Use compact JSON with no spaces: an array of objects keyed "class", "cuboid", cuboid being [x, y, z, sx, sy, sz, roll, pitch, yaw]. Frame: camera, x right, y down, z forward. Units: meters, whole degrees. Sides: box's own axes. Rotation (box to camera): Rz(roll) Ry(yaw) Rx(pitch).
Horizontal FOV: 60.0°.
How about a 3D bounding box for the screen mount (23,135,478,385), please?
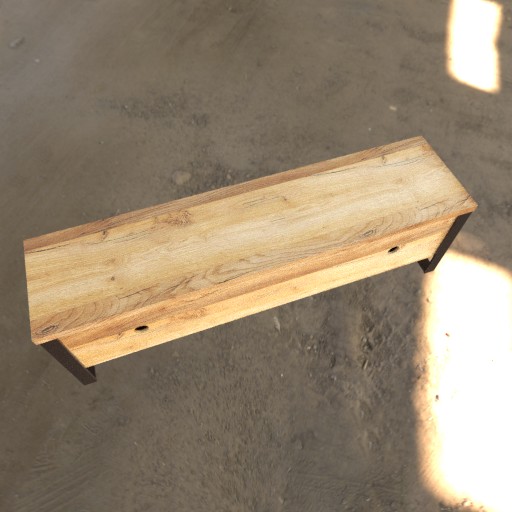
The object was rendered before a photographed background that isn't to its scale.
[{"class":"screen mount","cuboid":[0.000,0.000,1.718,1.524,0.450,0.395,-17,59,-10]}]
